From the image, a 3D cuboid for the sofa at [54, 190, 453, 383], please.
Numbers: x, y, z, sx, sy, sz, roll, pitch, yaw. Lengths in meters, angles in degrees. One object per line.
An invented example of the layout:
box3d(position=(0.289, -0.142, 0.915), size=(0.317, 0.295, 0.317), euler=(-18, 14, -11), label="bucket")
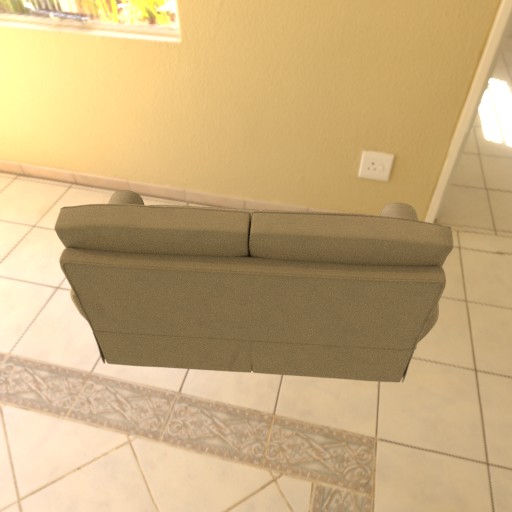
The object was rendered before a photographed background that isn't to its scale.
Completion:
box3d(position=(0.000, 0.000, 2.385), size=(1.823, 1.024, 0.841), euler=(3, 45, 3), label="sofa")
